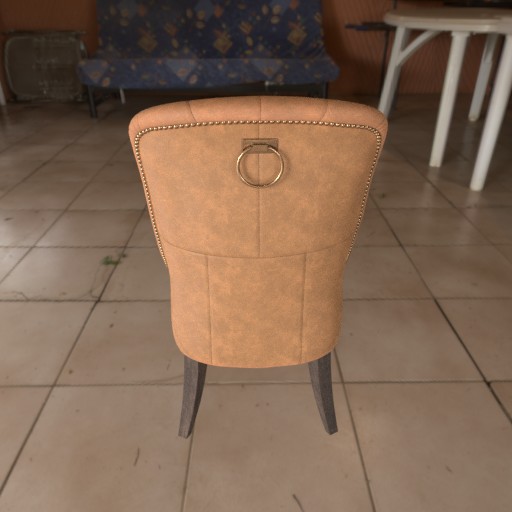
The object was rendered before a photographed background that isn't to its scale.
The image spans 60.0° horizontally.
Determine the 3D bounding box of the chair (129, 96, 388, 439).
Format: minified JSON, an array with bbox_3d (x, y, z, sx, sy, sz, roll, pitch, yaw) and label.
[{"bbox_3d":[0.000,0.000,1.449,0.634,1.091,0.629,-1,30,-2],"label":"chair"}]
